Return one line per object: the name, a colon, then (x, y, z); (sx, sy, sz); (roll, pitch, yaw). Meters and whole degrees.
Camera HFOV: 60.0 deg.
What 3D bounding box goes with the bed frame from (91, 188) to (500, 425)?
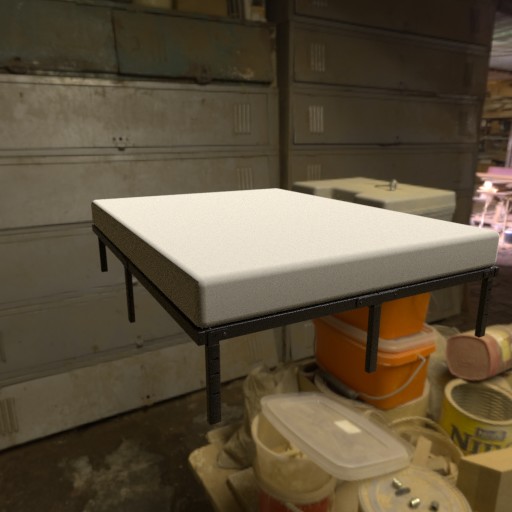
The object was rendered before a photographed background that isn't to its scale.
bed frame: (0.000, 0.000, 3.409); (1.990, 0.680, 2.635); (-8, 17, -28)
